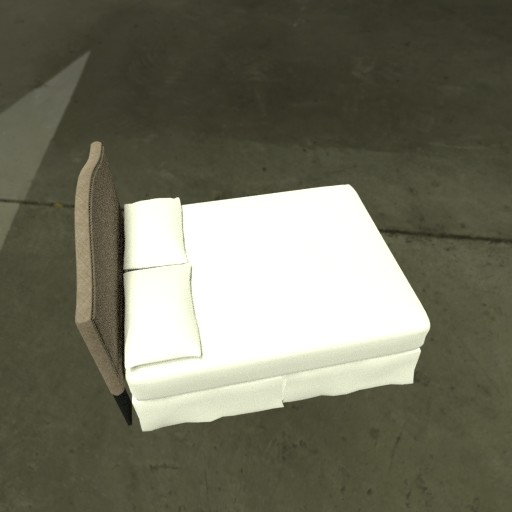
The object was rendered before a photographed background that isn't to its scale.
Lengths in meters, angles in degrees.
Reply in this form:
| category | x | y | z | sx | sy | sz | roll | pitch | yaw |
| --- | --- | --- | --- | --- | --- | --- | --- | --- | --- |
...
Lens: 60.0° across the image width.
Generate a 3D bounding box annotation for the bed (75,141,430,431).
| category | x | y | z | sx | sy | sz | roll | pitch | yaw |
| --- | --- | --- | --- | --- | --- | --- | --- | --- | --- |
| bed | 0.000 | 0.000 | 3.241 | 2.153 | 1.518 | 1.713 | -9 | 47 | -8 |
